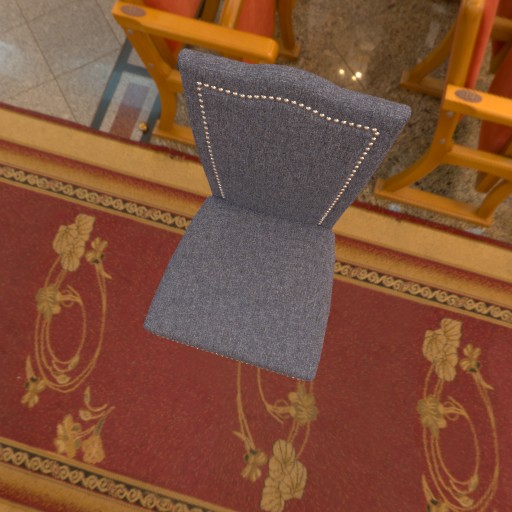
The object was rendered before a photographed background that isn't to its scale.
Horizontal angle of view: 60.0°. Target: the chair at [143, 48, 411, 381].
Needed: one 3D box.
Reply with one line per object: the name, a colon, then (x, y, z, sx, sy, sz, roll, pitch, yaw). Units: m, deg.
chair: (0.000, 0.000, 1.272, 0.518, 0.946, 0.589, 16, 76, 4)
